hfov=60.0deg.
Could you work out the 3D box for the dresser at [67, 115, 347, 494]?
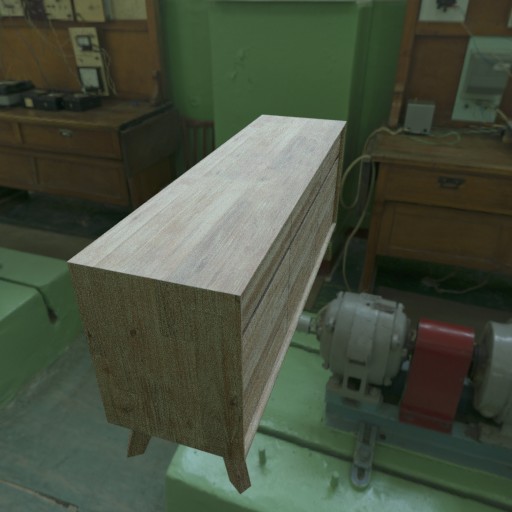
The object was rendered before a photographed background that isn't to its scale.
[{"bbox_3d":[0.000,0.000,1.884,0.455,0.788,1.602,10,32,16],"label":"dresser"}]
